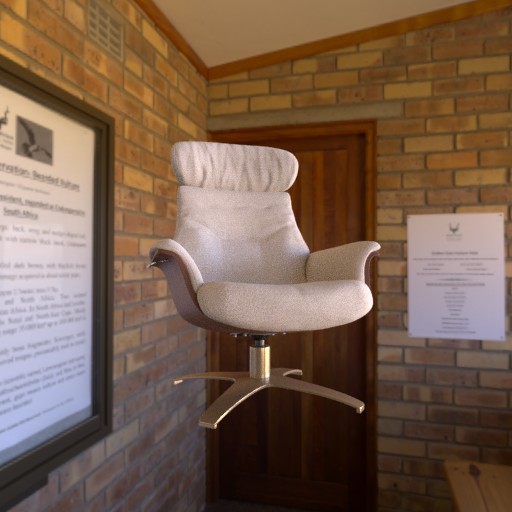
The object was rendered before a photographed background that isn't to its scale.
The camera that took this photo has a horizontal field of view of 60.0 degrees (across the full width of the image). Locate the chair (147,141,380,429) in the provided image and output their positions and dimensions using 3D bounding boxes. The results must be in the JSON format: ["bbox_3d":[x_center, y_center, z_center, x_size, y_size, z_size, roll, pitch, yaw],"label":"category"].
[{"bbox_3d":[0.000,0.000,1.613,0.785,0.995,0.837,0,-1,-17],"label":"chair"}]
